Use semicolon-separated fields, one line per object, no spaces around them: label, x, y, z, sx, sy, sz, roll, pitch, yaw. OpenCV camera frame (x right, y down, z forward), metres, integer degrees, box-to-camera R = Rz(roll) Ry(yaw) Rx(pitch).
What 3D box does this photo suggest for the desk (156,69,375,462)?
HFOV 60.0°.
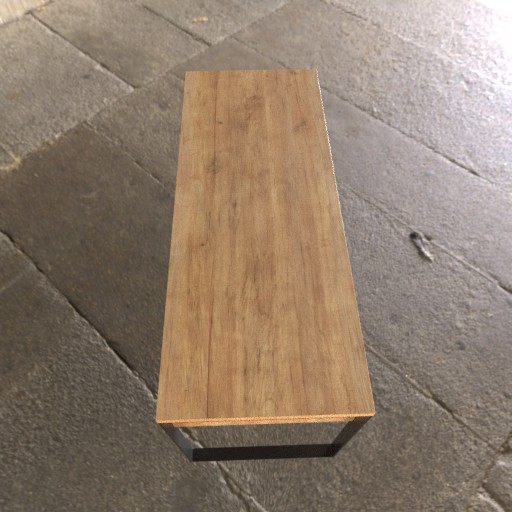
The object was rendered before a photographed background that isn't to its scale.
desk;0.000;0.000;1.927;0.600;0.760;1.520;-2;57;-1
